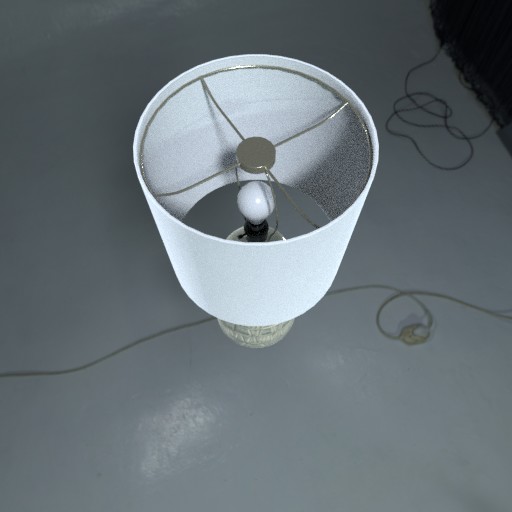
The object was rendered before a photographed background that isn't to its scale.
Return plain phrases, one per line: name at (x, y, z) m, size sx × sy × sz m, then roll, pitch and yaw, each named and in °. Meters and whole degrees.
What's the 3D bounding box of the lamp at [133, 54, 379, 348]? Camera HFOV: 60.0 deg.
lamp at (0.000, 0.000, 0.586) m, size 0.211 × 0.455 × 0.211 m, roll -16°, pitch 64°, yaw -8°
